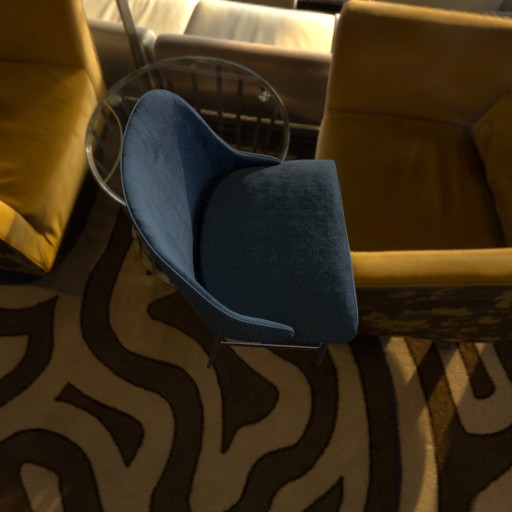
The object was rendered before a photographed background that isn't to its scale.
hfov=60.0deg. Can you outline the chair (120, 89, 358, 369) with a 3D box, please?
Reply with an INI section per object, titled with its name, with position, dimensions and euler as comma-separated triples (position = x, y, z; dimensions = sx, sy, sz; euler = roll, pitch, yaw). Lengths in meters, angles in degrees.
[chair]
position = 0.000, 0.000, 1.219
dimensions = 0.489, 0.927, 0.526
euler = -2, 64, -1
